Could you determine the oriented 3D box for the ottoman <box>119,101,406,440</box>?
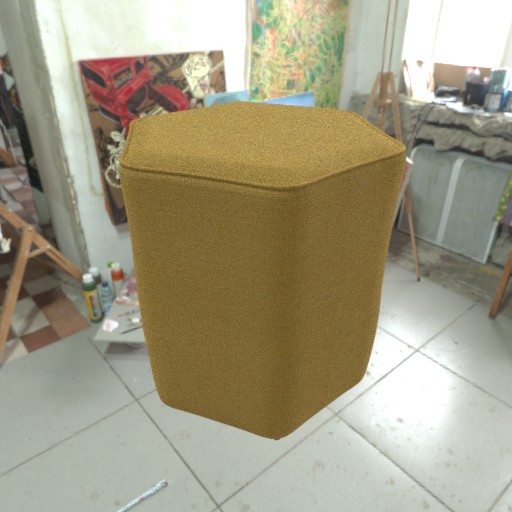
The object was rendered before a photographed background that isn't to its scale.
[{"bbox_3d":[0.000,0.000,0.867,0.494,0.502,0.443,11,33,18],"label":"ottoman"}]
